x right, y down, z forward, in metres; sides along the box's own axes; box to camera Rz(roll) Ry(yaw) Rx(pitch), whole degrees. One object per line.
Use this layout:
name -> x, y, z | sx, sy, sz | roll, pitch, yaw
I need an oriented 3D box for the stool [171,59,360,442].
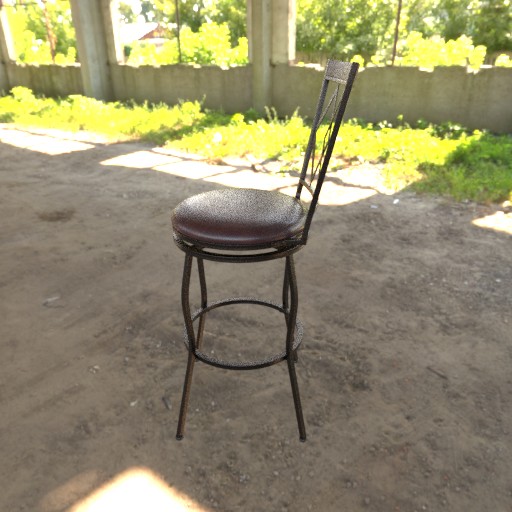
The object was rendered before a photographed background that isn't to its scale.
stool -> 0.000, 0.000, 1.402 | 0.521, 1.134, 0.432 | 0, 25, 1
